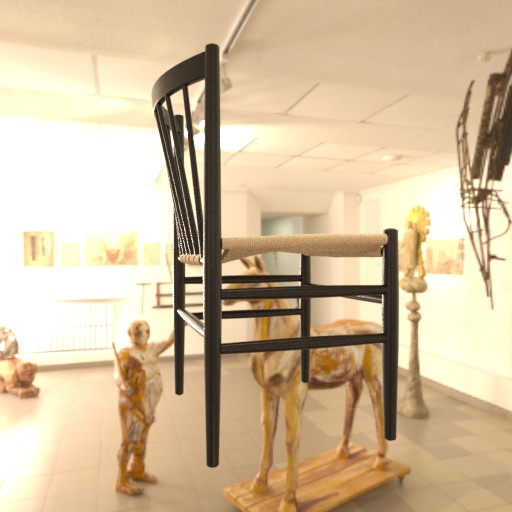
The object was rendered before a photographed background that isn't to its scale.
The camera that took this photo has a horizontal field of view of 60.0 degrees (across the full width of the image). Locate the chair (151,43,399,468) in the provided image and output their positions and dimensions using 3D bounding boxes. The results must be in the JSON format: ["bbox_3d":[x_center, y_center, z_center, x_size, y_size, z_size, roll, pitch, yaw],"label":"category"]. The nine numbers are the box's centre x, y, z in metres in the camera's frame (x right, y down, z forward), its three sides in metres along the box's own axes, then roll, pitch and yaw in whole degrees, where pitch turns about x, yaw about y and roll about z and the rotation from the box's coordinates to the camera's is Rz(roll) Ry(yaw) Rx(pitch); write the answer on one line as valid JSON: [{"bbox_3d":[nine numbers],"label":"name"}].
[{"bbox_3d":[0.000,0.000,1.127,0.516,0.818,0.495,0,0,-18],"label":"chair"}]
